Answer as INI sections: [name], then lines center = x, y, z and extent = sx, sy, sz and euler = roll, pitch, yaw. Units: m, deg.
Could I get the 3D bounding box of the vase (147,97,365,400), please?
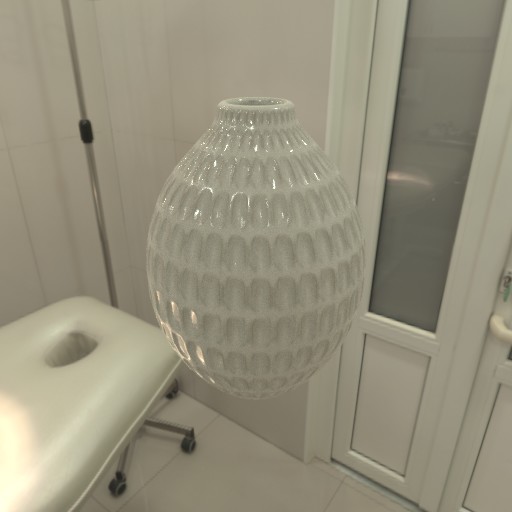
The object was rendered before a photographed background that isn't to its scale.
[vase]
center = 0.000, 0.000, 0.335
extent = 0.162, 0.223, 0.162
euler = 0, 26, 0
